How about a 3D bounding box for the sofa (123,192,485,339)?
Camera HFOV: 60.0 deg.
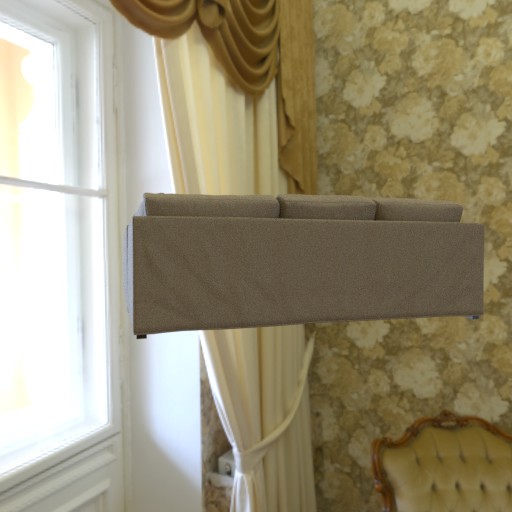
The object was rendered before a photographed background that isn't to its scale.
[{"bbox_3d":[0.000,0.000,4.293,2.432,0.871,3.182,0,1,-17],"label":"sofa"}]
